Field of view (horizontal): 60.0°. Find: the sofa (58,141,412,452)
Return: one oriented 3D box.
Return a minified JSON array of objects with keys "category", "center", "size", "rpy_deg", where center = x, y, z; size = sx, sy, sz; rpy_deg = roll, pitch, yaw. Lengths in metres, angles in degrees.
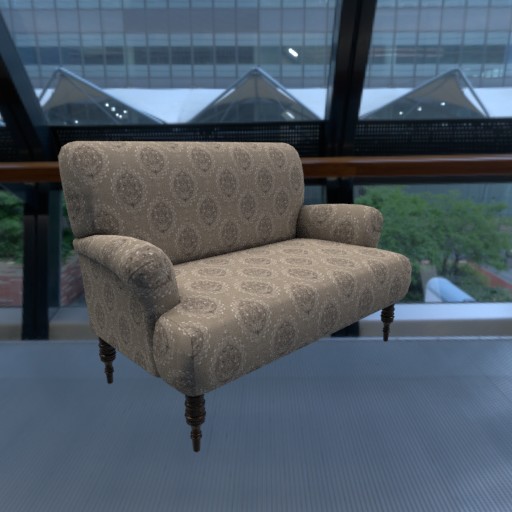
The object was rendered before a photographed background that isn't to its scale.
[{"category":"sofa","center":[0.000,0.000,1.774],"size":[1.297,0.889,0.779],"rpy_deg":[-13,19,-43]}]
